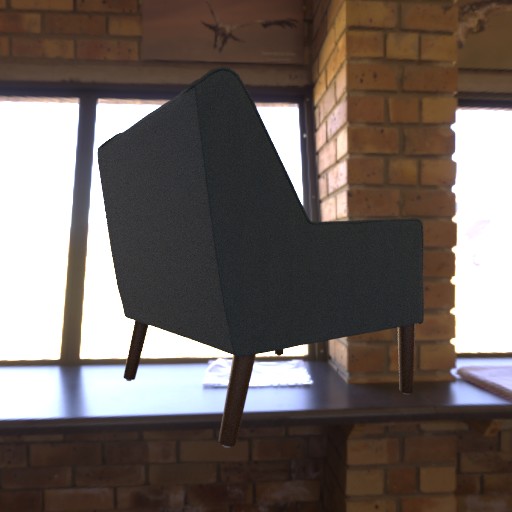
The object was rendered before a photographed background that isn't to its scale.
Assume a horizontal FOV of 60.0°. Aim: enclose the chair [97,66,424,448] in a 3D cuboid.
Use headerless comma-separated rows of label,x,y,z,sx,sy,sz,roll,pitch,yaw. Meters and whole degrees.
chair,0.000,0.000,1.299,0.733,0.780,0.663,0,0,-36
